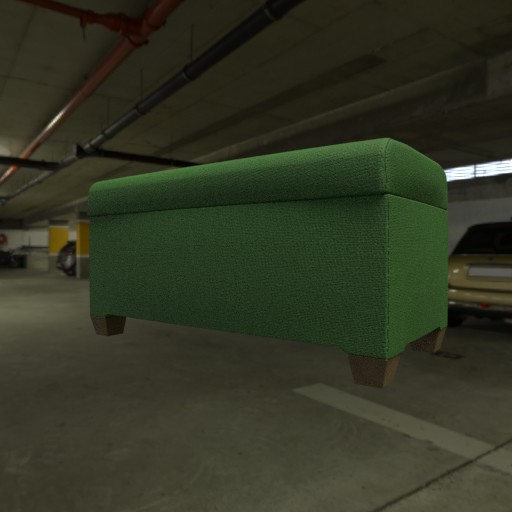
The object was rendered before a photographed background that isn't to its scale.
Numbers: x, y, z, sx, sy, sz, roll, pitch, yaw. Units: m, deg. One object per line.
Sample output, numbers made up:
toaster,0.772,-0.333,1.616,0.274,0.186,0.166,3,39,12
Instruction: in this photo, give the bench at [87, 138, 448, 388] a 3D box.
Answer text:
bench,0.000,0.000,1.304,0.989,0.501,0.505,1,1,36
